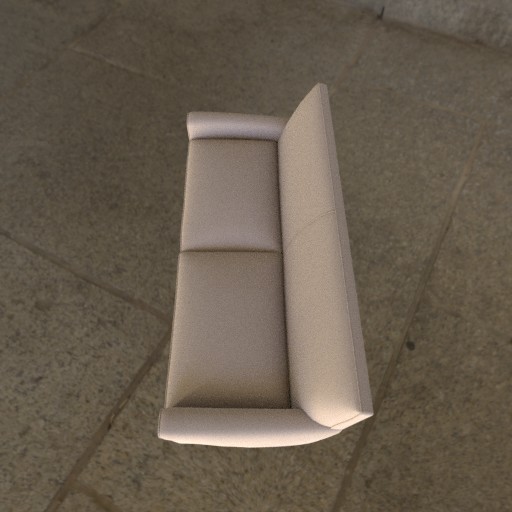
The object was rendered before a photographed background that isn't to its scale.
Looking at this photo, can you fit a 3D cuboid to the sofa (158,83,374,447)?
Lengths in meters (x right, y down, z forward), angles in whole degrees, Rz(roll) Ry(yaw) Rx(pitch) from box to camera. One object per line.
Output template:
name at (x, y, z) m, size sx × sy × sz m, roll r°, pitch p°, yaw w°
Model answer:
sofa at (0.000, 0.000, 2.517) m, size 0.875 × 0.846 × 2.000 m, roll -1°, pitch 59°, yaw 0°
